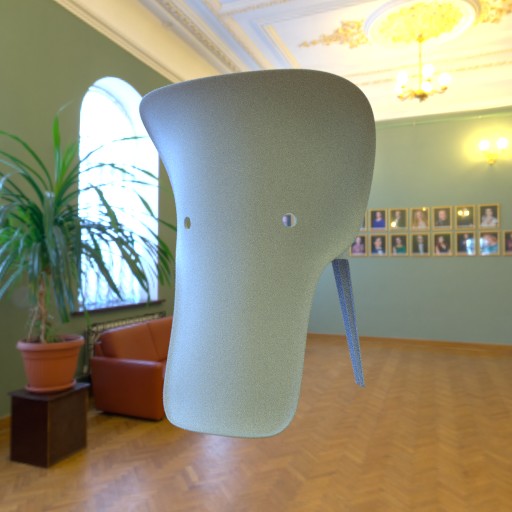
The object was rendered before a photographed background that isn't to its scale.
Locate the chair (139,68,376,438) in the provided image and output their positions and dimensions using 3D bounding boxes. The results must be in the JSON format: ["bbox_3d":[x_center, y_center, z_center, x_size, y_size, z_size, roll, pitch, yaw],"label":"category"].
[{"bbox_3d":[0.000,0.000,0.858,0.451,0.554,0.402,0,-1,20],"label":"chair"}]
